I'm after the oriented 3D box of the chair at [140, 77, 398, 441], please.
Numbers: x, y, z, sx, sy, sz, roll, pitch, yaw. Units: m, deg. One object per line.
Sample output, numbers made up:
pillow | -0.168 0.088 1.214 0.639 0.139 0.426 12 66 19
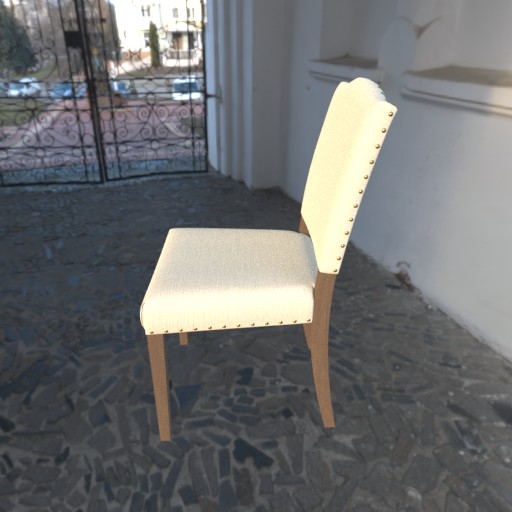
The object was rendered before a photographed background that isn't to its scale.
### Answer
chair | 0.000 0.000 1.358 0.619 1.015 0.508 -1 27 -1
